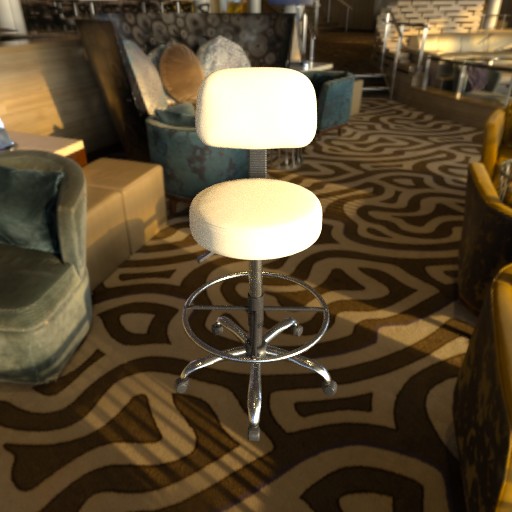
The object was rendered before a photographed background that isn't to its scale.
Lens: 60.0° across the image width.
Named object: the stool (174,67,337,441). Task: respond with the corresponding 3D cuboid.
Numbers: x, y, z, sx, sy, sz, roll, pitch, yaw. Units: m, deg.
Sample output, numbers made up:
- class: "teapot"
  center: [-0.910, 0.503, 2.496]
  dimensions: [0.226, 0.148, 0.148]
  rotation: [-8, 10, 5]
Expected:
- class: "stool"
  center: [0.000, 0.000, 1.459]
  dimensions: [0.609, 1.080, 0.616]
  rotation: [1, 30, 1]
